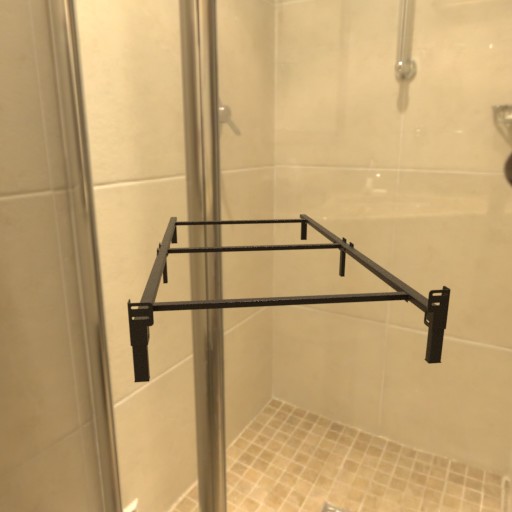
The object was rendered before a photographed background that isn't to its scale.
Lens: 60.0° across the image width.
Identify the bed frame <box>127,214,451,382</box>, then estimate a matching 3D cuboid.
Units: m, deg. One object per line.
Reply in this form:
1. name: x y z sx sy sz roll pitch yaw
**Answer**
1. bed frame: 0.000 0.000 2.236 0.968 0.248 1.897 -2 15 -7
